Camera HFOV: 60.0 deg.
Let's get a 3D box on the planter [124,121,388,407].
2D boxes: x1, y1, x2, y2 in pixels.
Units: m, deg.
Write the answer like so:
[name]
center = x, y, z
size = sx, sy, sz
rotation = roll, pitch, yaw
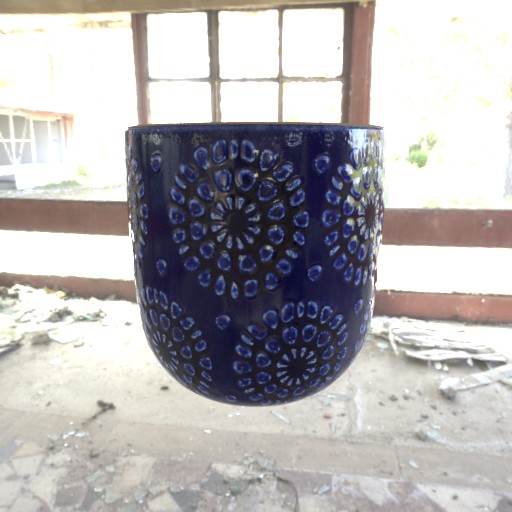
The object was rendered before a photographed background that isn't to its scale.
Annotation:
[planter]
center = 0.000, 0.000, 0.201
size = 0.109, 0.112, 0.109
rotation = 0, 14, 0
